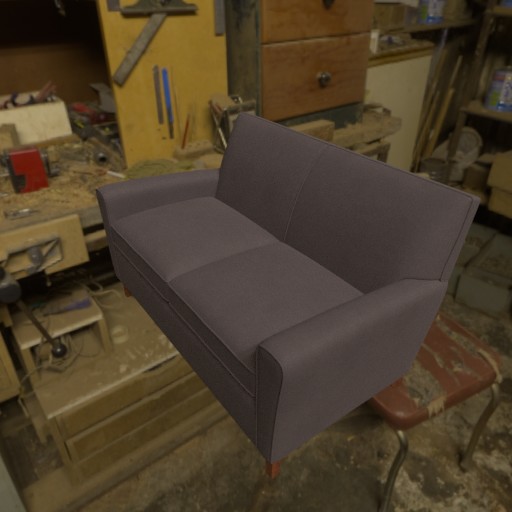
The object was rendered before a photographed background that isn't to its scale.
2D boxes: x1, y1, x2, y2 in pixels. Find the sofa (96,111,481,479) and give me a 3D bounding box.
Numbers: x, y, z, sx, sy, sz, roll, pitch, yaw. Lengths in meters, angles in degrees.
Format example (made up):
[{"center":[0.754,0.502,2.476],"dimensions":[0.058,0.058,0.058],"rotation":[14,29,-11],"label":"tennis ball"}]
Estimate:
[{"center":[0.000,0.000,1.925],"dimensions":[0.871,0.846,1.420],"rotation":[-21,38,-30],"label":"sofa"}]
